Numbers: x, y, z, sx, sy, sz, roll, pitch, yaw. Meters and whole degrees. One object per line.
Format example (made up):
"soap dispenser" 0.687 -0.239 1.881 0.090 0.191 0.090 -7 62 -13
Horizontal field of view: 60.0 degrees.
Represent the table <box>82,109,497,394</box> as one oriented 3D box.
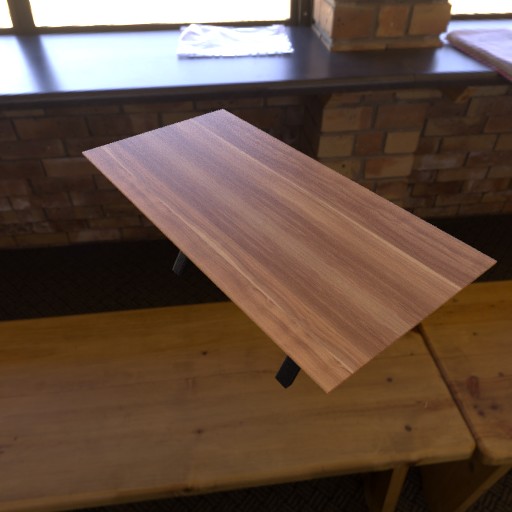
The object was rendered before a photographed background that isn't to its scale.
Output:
"table" 0.000 0.000 2.470 1.000 0.770 2.000 -27 48 -28
